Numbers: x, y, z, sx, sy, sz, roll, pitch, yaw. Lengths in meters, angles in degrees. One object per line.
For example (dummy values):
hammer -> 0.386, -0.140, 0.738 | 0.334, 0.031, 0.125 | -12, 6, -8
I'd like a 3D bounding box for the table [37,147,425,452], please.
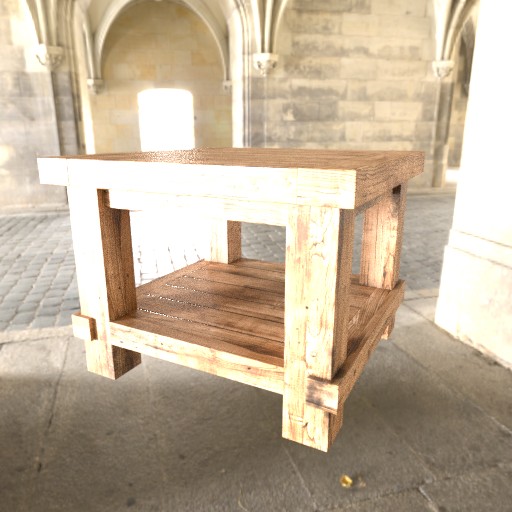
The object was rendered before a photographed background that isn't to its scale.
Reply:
table -> 0.000, 0.000, 1.017 | 0.610, 0.457, 0.610 | 8, 18, 27
